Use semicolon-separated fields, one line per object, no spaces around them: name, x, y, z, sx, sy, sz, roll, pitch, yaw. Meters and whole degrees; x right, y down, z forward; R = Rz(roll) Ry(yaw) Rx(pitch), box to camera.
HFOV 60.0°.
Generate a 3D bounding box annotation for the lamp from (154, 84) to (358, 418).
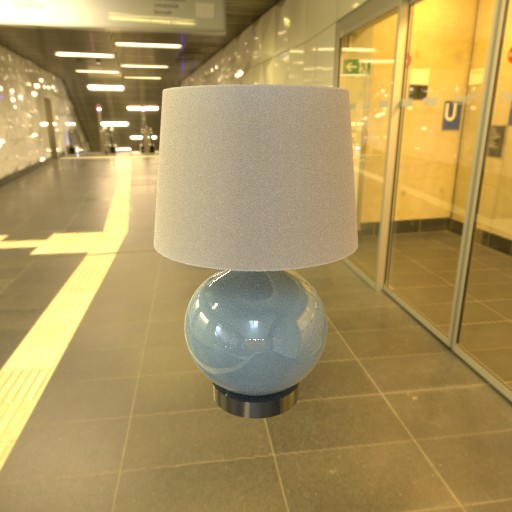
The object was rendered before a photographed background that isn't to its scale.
lamp;0.000;0.000;0.553;0.247;0.387;0.247;0;17;0
